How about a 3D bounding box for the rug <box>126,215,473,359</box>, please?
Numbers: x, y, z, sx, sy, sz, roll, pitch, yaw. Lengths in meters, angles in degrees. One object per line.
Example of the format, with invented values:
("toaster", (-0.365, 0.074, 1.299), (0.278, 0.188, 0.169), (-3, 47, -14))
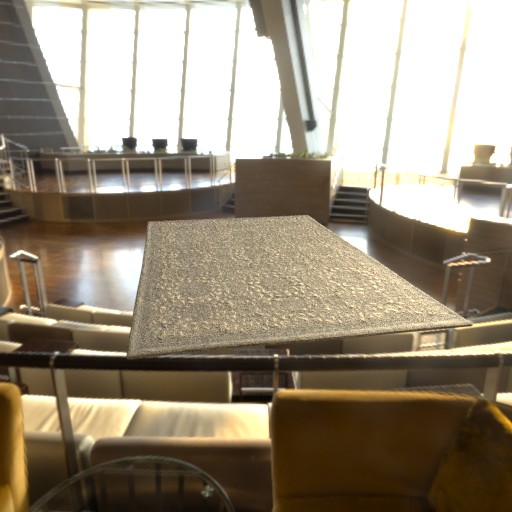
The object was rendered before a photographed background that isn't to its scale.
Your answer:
("rug", (0.000, 0.000, 3.047), (1.535, 0.022, 2.498), (-3, 17, -11))
